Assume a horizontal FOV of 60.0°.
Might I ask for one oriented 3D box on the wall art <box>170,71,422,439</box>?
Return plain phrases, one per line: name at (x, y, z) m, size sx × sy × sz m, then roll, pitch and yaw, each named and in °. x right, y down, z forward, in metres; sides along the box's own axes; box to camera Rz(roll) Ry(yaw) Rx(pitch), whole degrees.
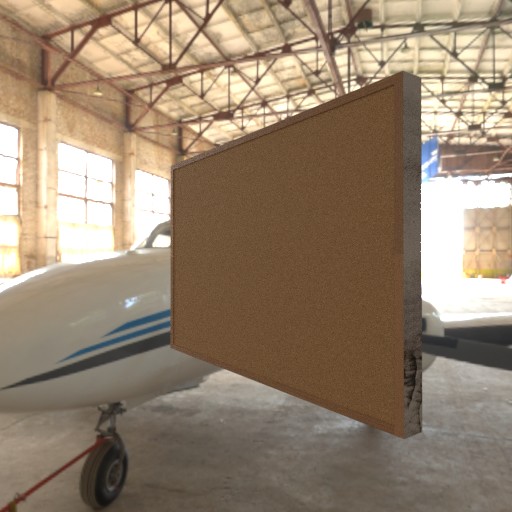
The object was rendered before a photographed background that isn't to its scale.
wall art at (0.000, 0.000, 0.749) m, size 0.035 × 0.407 × 0.613 m, roll 0°, pitch -1°, yaw -35°
